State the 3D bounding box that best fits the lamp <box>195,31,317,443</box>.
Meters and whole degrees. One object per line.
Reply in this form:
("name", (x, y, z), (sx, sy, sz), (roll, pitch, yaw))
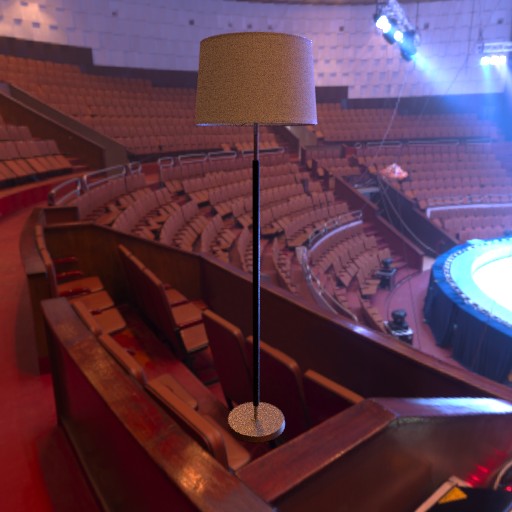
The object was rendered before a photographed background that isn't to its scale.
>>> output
("lamp", (0.000, 0.000, 1.652), (0.420, 1.447, 0.420), (0, 15, 0))
